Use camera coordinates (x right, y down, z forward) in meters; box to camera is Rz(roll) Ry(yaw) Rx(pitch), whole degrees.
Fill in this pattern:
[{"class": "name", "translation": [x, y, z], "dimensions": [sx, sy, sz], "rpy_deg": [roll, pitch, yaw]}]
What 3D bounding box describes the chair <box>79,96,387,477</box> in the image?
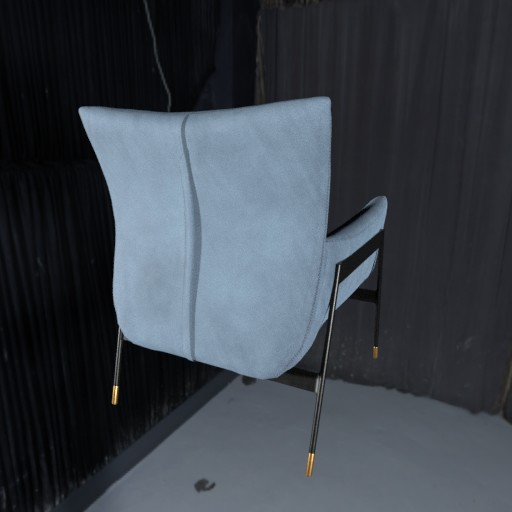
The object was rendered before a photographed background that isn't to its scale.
[{"class": "chair", "translation": [0.000, 0.000, 1.367], "dimensions": [0.678, 0.858, 0.709], "rpy_deg": [8, 17, 27]}]
